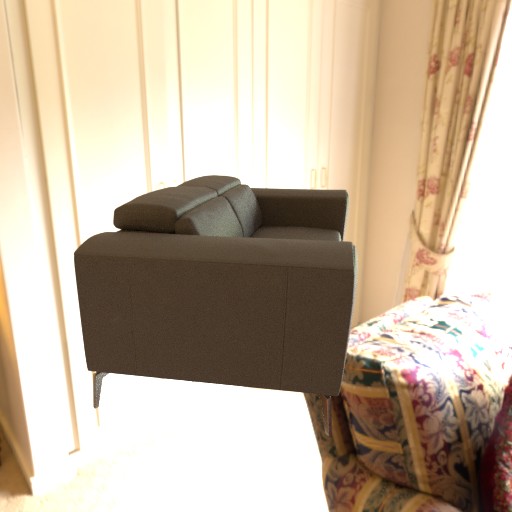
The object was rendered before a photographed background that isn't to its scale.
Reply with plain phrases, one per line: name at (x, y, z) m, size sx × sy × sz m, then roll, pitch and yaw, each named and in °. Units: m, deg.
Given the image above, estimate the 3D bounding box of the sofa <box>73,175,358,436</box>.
sofa at (0.000, 0.000, 2.419) m, size 1.003 × 0.779 × 1.895 m, roll 3°, pitch 16°, yaw 10°
